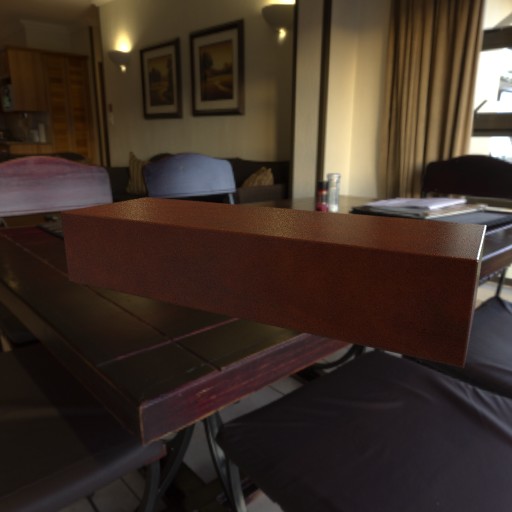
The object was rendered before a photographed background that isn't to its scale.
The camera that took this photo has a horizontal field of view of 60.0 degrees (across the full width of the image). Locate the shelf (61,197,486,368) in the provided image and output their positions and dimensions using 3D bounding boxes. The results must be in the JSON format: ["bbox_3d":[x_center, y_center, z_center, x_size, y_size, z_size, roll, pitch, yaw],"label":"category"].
[{"bbox_3d":[0.000,0.000,0.509,0.457,0.088,0.152,8,17,28],"label":"shelf"}]
